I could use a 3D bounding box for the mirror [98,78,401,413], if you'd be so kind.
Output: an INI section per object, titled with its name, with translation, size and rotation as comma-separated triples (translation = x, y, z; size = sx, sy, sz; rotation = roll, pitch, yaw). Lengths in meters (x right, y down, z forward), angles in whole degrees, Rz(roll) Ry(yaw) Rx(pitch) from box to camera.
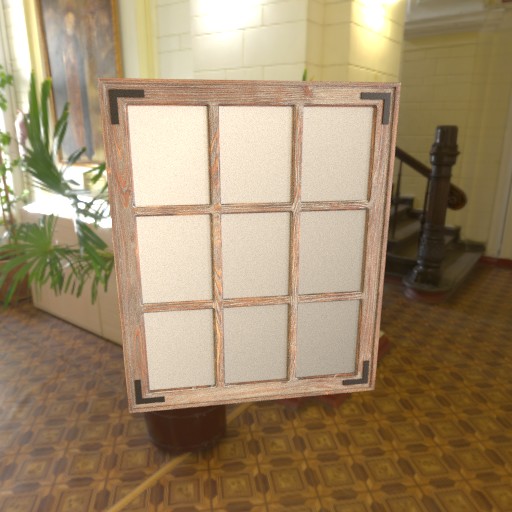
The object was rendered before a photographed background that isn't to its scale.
[mirror]
translation = 0.000, 0.000, 1.196
size = 0.730, 0.882, 0.032
rotation = -3, 17, -9
